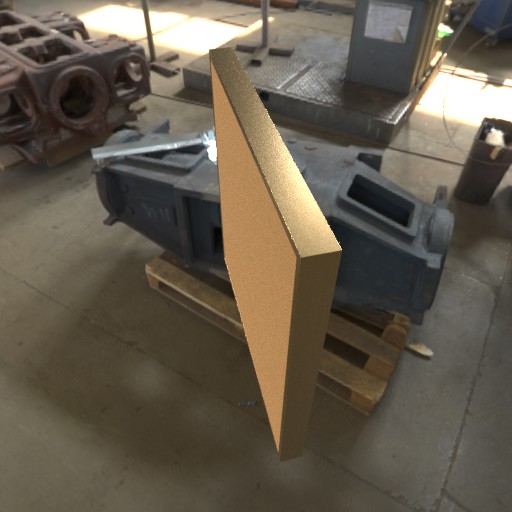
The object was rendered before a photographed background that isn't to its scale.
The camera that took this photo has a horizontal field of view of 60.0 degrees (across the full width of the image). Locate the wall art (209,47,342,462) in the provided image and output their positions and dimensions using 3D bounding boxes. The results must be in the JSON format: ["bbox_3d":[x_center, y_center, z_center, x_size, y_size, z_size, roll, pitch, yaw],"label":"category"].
[{"bbox_3d":[0.000,0.000,0.764,0.040,0.509,0.509,-10,46,-10],"label":"wall art"}]
